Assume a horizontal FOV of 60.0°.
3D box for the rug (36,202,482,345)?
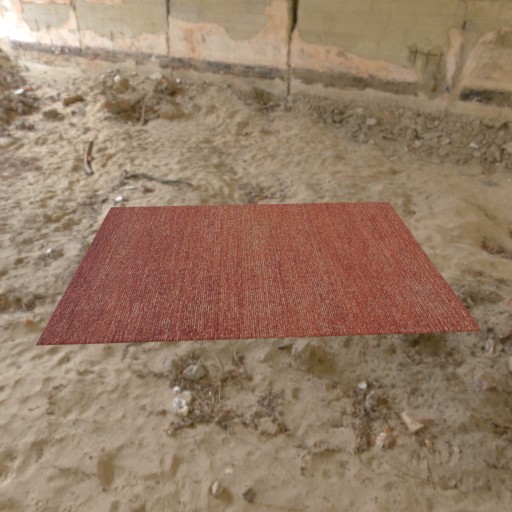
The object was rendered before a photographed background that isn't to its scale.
[{"bbox_3d":[0.000,0.000,5.120,3.965,0.025,2.803,-1,31,-2],"label":"rug"}]
